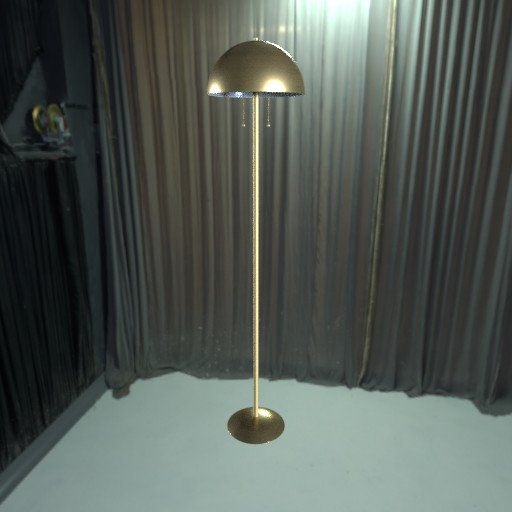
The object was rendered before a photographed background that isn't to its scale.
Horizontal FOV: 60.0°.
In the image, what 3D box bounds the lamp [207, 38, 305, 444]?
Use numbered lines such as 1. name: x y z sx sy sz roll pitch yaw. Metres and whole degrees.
1. lamp: 0.000 0.000 1.654 0.328 1.480 0.328 2 17 7
